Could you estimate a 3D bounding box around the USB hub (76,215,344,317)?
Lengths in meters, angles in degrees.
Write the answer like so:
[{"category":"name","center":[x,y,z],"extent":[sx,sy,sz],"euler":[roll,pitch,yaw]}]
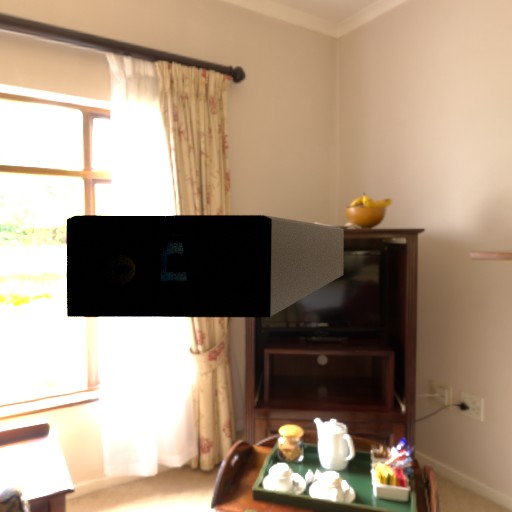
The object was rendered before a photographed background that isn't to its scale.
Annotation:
[{"category":"USB hub","center":[0.000,0.000,0.159],"extent":[0.044,0.023,0.145],"euler":[1,2,19]}]
